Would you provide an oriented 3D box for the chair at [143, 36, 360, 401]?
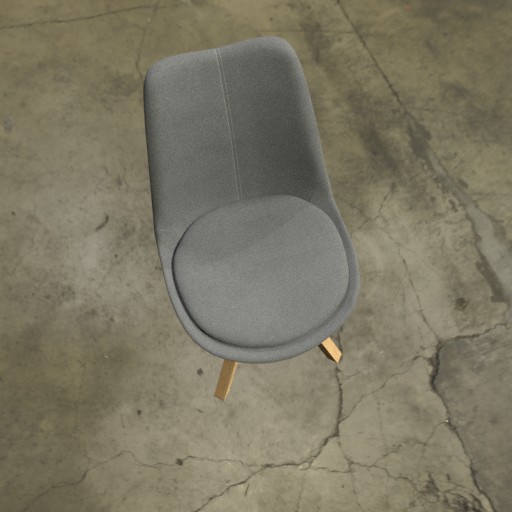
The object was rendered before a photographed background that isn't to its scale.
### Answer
[{"bbox_3d":[0.000,0.000,1.153,0.474,0.863,0.549,-16,65,-8],"label":"chair"}]
